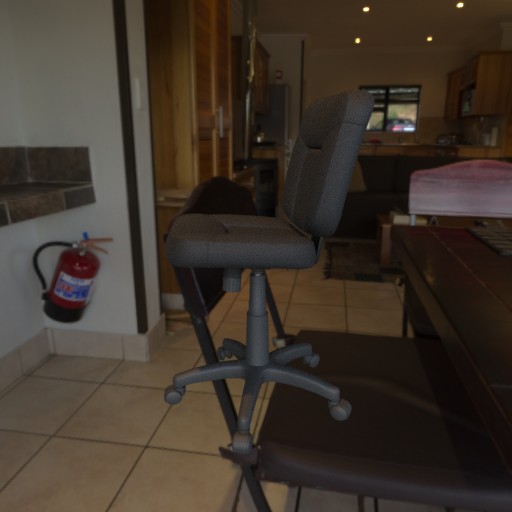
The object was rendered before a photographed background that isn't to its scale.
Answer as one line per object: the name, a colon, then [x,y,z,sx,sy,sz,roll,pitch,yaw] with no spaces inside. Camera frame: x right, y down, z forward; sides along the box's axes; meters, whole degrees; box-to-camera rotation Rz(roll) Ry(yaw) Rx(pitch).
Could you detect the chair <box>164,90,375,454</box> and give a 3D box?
chair: [0.000,0.000,1.383,0.610,0.972,0.610,-2,15,-9]
